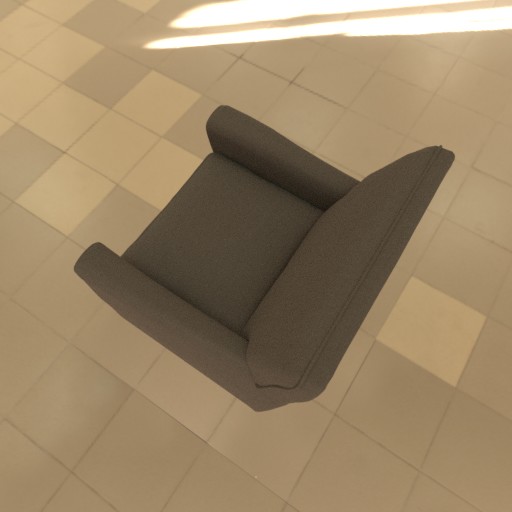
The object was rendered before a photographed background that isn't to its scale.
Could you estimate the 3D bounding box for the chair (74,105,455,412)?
[{"bbox_3d":[0.000,0.000,1.570,0.831,0.911,0.836,30,67,14],"label":"chair"}]
